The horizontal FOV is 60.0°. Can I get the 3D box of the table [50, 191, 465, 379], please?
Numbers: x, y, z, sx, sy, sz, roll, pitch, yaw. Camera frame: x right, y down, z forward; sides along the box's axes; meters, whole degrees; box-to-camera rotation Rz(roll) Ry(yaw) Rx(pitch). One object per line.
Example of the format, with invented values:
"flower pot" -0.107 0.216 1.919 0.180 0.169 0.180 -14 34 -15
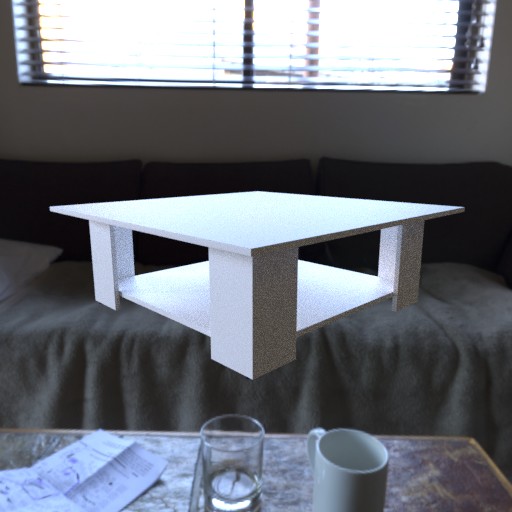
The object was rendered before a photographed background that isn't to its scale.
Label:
"table" 0.000 0.000 1.377 0.890 0.305 0.890 -12 17 -43
